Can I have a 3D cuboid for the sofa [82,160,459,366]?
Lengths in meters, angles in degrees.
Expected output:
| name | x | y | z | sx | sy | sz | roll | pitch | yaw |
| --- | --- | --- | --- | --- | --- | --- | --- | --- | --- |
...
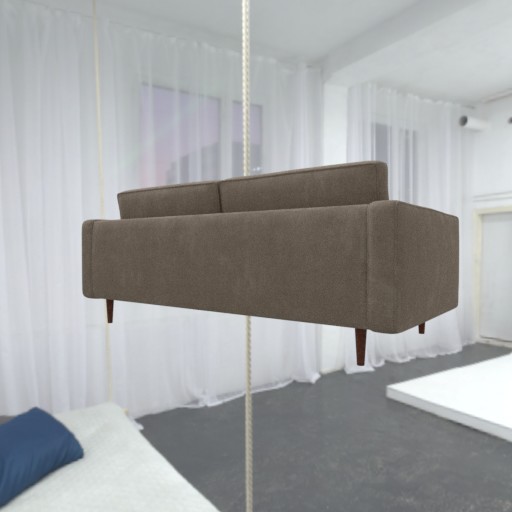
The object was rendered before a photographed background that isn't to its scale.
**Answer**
| name | x | y | z | sx | sy | sz | roll | pitch | yaw |
| --- | --- | --- | --- | --- | --- | --- | --- | --- | --- |
| sofa | 0.000 | 0.000 | 2.367 | 1.883 | 0.769 | 0.920 | 1 | 1 | 37 |
